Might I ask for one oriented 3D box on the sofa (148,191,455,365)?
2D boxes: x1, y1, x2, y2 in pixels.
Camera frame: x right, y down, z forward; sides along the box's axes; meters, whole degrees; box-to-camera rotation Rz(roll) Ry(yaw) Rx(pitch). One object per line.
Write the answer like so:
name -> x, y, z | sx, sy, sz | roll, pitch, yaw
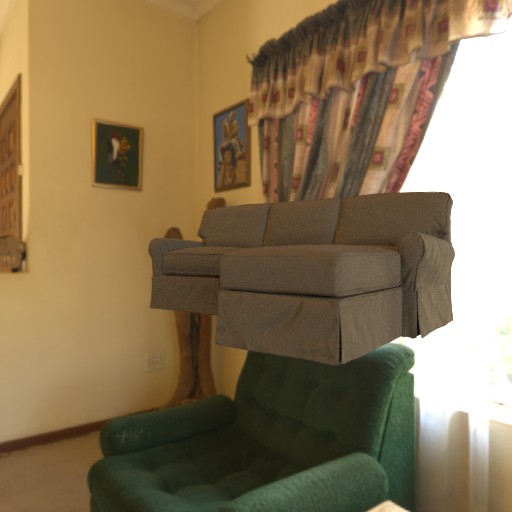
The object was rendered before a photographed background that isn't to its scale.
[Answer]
sofa -> 0.000, 0.000, 3.326 | 2.475, 0.978, 1.733 | 1, 1, 37
